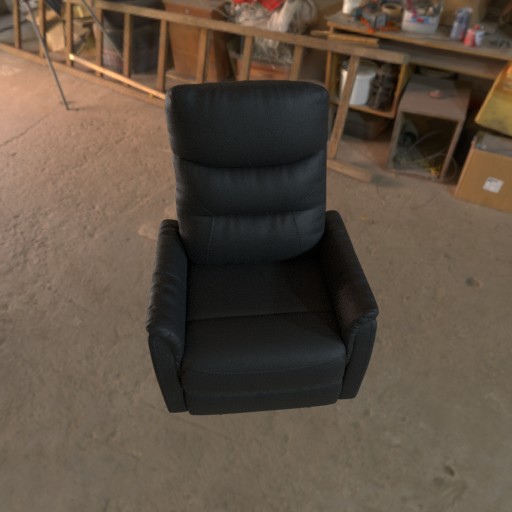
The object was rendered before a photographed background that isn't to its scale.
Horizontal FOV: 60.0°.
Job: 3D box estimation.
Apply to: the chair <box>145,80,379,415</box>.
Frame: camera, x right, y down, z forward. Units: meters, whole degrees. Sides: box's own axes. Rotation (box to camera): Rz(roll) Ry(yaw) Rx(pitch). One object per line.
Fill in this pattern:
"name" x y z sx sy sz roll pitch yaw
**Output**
"chair" 0.000 0.000 1.663 0.775 1.082 0.831 -3 47 -3
